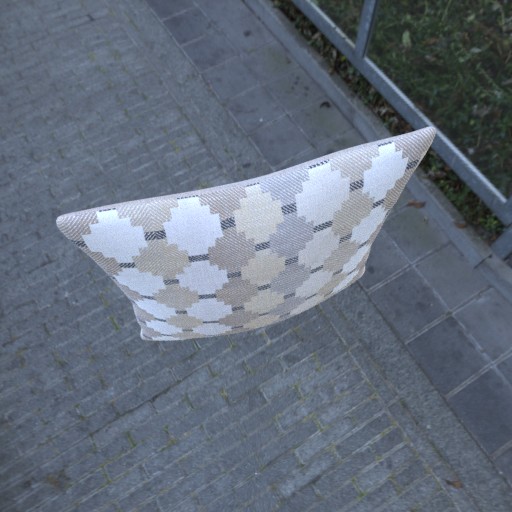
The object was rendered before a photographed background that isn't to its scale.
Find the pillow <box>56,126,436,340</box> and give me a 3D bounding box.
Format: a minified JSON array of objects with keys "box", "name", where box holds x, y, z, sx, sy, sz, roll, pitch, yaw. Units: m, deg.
[{"box":[0.000,0.000,0.864,0.578,0.558,0.192,-16,65,-8],"name":"pillow"}]
